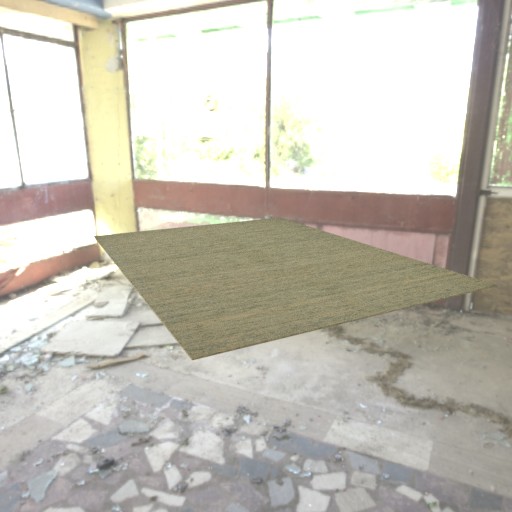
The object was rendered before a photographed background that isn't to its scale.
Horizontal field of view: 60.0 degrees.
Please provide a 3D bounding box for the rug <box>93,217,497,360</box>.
[{"bbox_3d":[0.000,0.000,4.166,2.437,0.014,3.201,-8,17,-27],"label":"rug"}]
